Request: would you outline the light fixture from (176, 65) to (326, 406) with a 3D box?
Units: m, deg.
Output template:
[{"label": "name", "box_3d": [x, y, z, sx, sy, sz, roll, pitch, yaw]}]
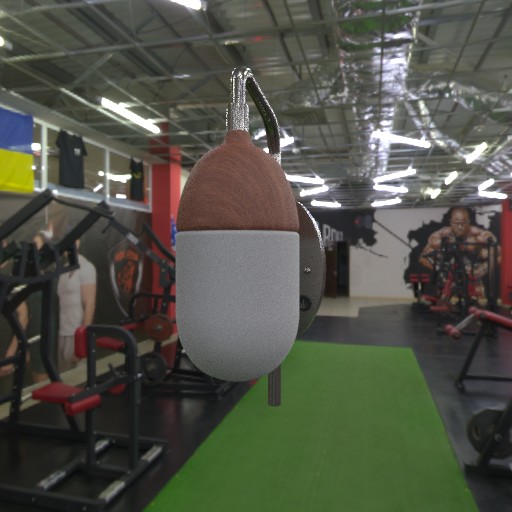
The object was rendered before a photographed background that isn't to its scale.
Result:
[{"label": "light fixture", "box_3d": [0.000, 0.000, 0.438, 0.108, 0.343, 0.216, 0, 1, 17]}]
